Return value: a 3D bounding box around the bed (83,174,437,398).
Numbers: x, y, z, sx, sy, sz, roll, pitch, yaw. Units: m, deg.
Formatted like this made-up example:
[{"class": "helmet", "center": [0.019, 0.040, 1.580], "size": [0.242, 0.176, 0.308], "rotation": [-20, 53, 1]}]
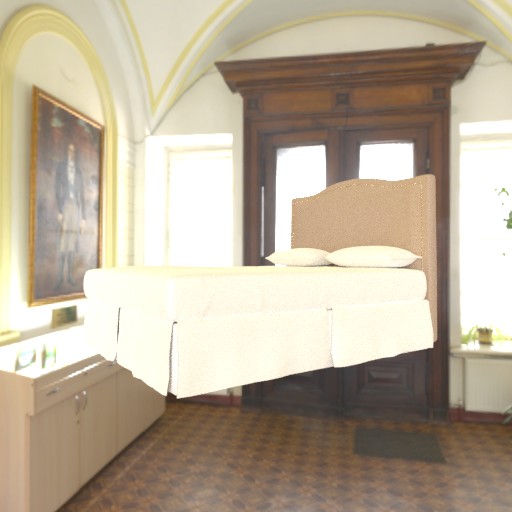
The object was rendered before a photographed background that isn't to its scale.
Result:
[{"class": "bed", "center": [0.000, 0.000, 3.530], "size": [2.282, 1.436, 1.821], "rotation": [0, -1, -35]}]
